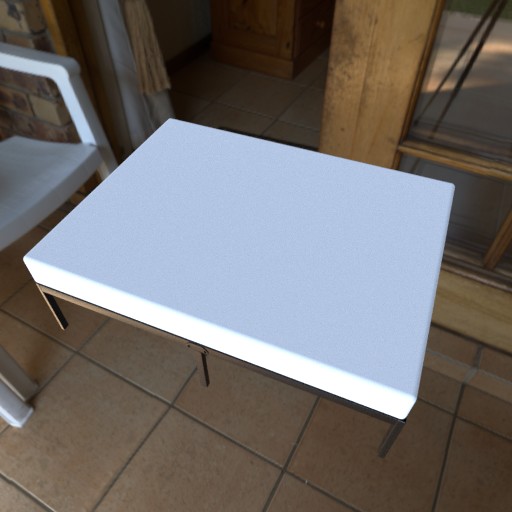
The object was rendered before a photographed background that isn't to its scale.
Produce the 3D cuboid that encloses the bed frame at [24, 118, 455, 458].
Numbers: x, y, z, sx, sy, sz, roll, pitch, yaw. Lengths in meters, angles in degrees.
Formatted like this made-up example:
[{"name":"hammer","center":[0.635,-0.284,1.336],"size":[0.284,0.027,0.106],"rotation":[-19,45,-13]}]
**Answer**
[{"name":"bed frame","center":[0.000,0.000,2.774],"size":[2.072,0.659,1.557],"rotation":[17,50,15]}]
